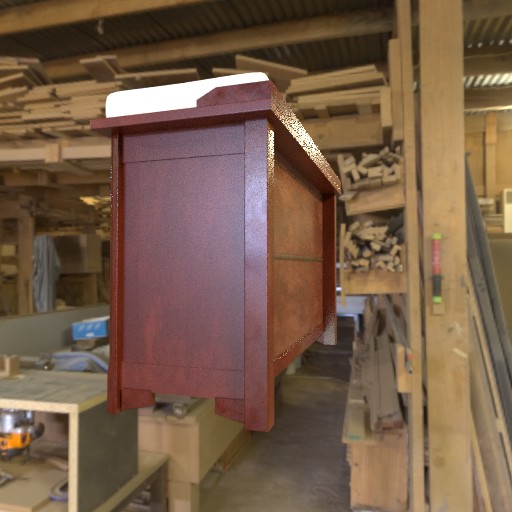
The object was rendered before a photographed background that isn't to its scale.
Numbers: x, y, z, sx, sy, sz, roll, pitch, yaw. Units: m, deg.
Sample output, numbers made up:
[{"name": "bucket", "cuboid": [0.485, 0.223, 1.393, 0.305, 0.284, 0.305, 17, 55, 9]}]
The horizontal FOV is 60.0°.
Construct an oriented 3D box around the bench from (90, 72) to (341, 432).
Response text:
[{"name": "bench", "cuboid": [0.000, 0.000, 1.280, 0.369, 0.646, 0.987, 0, -1, 18]}]
